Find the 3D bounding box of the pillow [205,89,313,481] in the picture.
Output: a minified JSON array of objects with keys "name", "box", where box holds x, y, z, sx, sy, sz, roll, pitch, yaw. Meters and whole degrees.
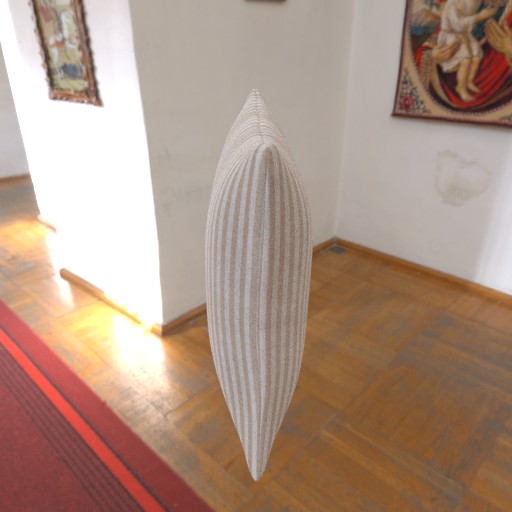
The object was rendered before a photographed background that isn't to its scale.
[{"name":"pillow","box":[0.000,0.000,0.789,0.166,0.510,0.523,-1,27,-1]}]
